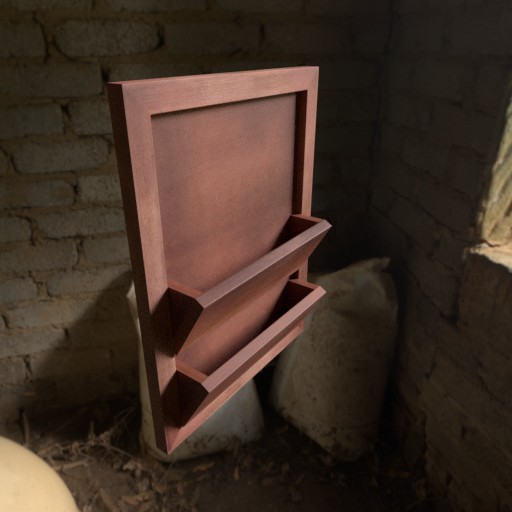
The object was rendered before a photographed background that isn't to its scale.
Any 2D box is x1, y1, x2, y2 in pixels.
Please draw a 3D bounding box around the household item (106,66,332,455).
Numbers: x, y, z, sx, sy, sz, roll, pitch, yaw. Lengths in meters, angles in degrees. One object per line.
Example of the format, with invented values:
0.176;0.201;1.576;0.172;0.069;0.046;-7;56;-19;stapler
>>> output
0.000;0.000;0.534;0.067;0.407;0.310;18;31;32;household item
